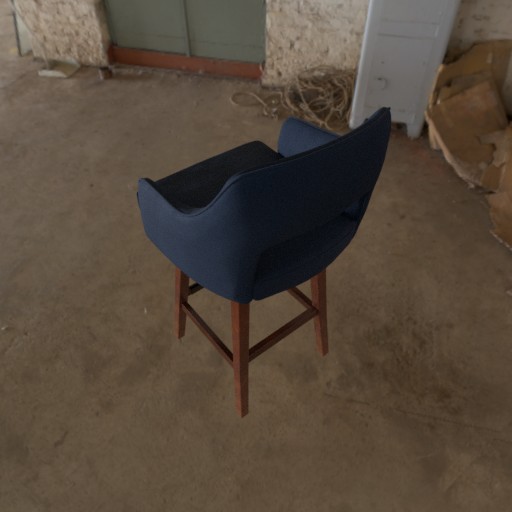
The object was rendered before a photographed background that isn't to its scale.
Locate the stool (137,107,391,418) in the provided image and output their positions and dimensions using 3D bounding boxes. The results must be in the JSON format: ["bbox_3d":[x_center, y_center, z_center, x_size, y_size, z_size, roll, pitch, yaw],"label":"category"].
[{"bbox_3d":[0.000,0.000,1.355,0.550,1.041,0.560,-30,52,-26],"label":"stool"}]
